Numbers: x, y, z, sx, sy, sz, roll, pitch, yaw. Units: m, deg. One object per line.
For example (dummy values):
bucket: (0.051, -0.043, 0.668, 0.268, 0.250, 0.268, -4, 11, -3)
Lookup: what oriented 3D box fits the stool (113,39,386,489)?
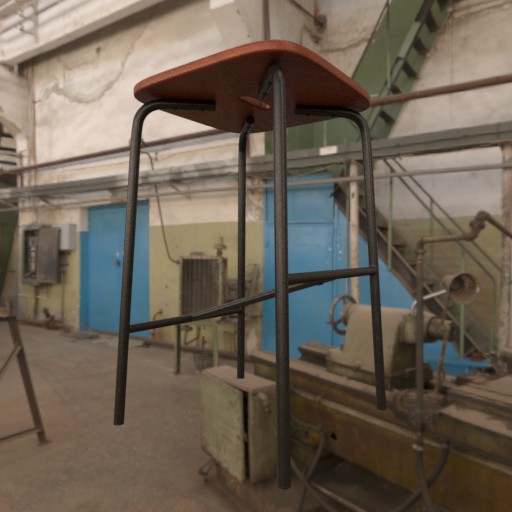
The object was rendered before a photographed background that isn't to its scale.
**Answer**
stool: (0.000, 0.000, 0.840, 0.376, 0.610, 0.376, 1, 1, 36)
